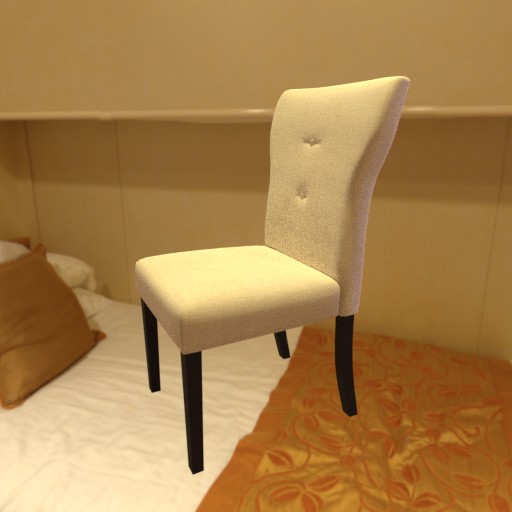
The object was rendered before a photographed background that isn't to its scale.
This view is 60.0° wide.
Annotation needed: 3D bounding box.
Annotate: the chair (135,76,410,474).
[{"bbox_3d":[0.000,0.000,1.233,0.597,0.921,0.509,-8,18,-26],"label":"chair"}]
